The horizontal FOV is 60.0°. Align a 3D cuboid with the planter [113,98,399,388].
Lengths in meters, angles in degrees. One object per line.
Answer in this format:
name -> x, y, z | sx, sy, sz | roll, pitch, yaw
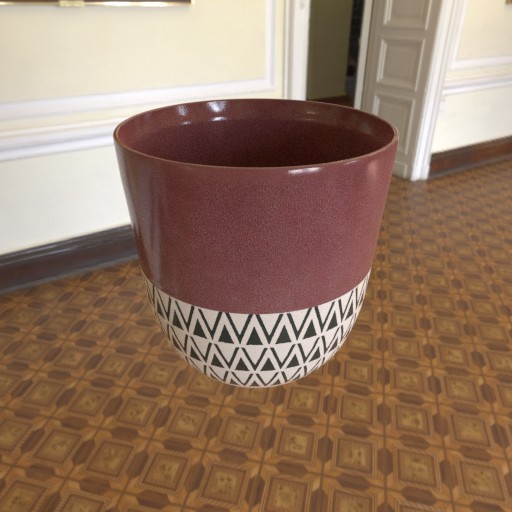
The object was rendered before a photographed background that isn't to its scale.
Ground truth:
planter -> 0.000, 0.000, 0.365 | 0.195, 0.214, 0.195 | 0, 30, 0
